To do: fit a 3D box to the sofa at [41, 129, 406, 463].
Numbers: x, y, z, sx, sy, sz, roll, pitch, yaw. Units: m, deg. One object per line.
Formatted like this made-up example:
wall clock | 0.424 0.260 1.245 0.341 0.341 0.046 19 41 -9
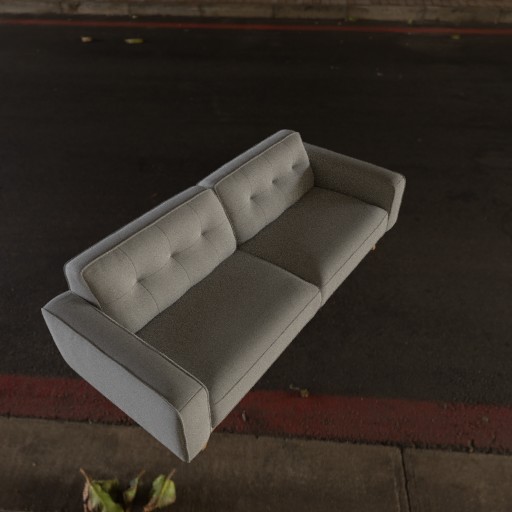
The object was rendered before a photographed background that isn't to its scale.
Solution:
sofa | 0.000 0.000 2.706 0.956 0.781 2.270 26 47 27
